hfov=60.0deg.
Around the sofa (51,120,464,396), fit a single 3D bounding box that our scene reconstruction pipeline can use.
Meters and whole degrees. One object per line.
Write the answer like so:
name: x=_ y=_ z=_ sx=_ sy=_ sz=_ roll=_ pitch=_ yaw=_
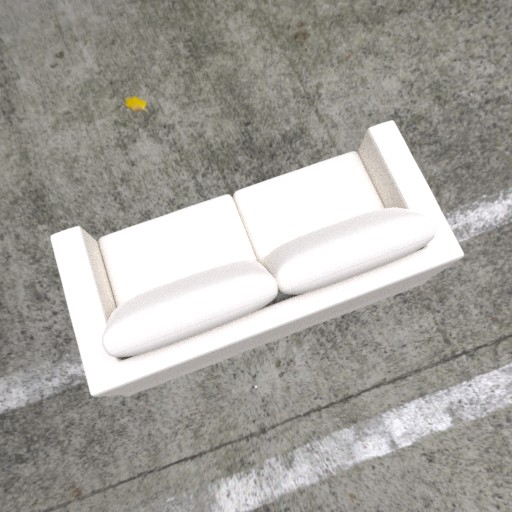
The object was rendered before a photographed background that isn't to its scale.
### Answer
sofa: x=0.000 y=0.000 z=2.671 sx=2.163 sy=0.881 sz=0.954 roll=-20 pitch=75 yaw=-6
